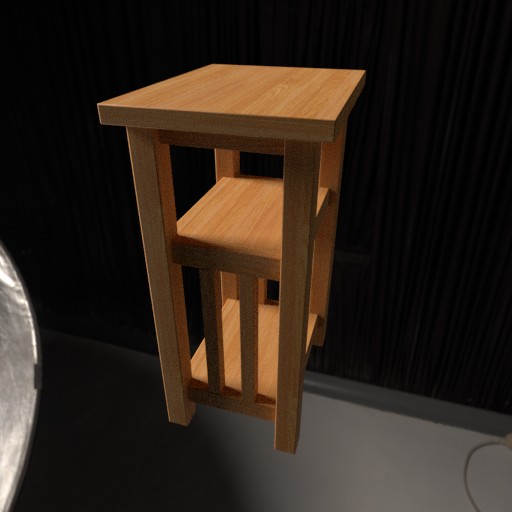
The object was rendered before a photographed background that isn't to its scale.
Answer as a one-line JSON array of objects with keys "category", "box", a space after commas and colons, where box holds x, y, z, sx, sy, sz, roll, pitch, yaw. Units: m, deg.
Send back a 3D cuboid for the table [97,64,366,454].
[{"category": "table", "box": [0.000, 0.000, 0.750, 0.270, 0.550, 0.350, 9, 32, 14]}]
